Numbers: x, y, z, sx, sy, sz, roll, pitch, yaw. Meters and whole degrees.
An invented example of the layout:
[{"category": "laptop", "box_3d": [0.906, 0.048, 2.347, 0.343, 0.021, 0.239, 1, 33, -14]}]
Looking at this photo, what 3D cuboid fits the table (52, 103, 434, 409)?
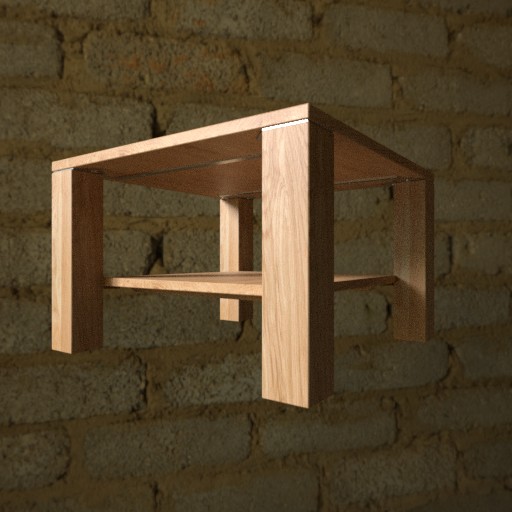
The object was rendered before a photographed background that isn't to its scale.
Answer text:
[{"category": "table", "box_3d": [0.000, 0.000, 1.137, 0.700, 0.450, 0.700, 0, 0, 36]}]
